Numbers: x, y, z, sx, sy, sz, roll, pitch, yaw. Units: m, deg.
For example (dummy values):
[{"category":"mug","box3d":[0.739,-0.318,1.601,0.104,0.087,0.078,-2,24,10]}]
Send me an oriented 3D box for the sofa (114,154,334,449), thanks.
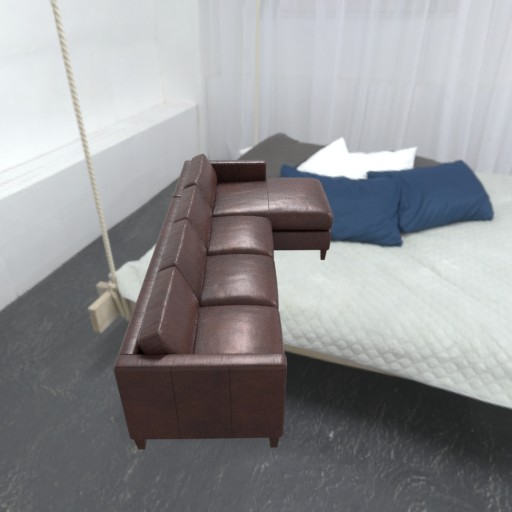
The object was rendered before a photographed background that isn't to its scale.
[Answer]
[{"category":"sofa","box3d":[0.000,0.000,3.878,1.581,0.883,3.203,0,32,-1]}]
